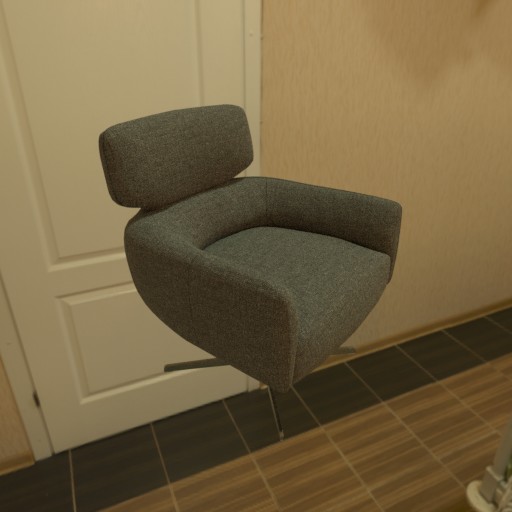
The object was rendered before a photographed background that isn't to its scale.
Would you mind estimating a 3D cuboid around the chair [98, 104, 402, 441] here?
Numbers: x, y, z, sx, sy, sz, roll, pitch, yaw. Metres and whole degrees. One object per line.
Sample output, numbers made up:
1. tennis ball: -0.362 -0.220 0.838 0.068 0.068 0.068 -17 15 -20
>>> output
1. chair: 0.000 0.000 1.372 0.715 0.812 0.706 19 32 32
